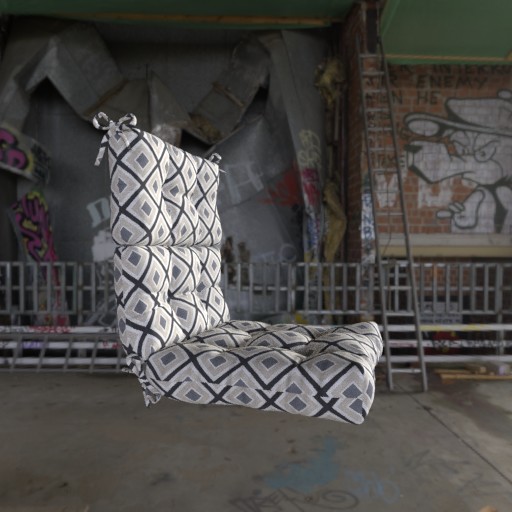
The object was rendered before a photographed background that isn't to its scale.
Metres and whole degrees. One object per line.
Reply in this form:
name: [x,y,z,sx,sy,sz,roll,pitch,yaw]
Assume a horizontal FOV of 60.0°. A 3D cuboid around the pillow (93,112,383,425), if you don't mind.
pillow: [0.000,0.000,1.061,0.571,0.605,0.519,0,1,18]
